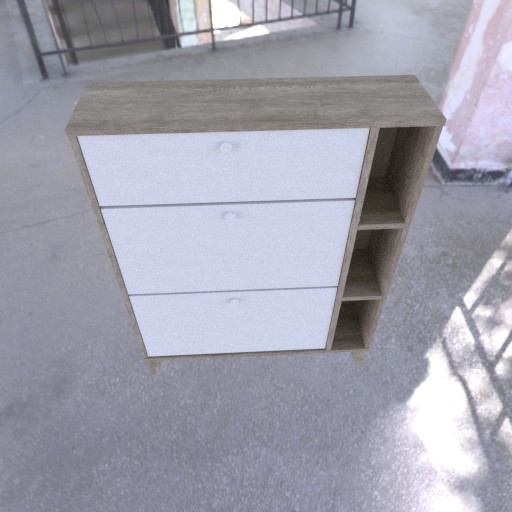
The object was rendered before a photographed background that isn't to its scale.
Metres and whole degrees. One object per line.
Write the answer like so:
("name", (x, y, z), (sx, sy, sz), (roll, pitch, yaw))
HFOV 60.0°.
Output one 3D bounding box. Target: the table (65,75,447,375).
("table", (0.000, 0.000, 1.536), (0.902, 1.135, 0.256), (-2, 46, -2))
